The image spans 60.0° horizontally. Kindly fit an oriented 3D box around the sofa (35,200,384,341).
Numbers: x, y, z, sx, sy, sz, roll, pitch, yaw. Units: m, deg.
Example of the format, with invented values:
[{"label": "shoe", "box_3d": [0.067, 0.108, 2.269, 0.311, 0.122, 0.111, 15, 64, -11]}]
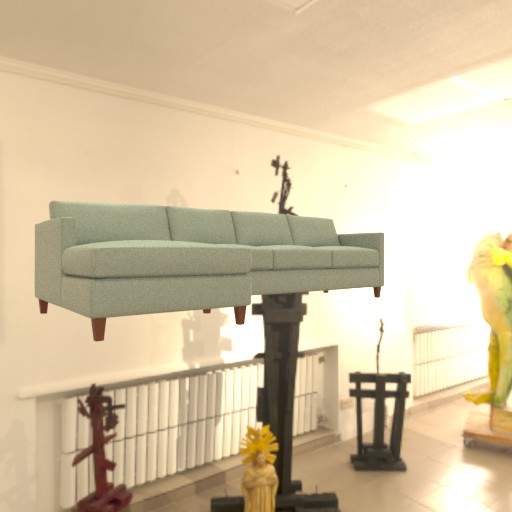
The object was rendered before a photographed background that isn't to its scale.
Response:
[{"label": "sofa", "box_3d": [0.000, 0.000, 4.099, 3.470, 0.953, 1.600, 0, 0, -37]}]
